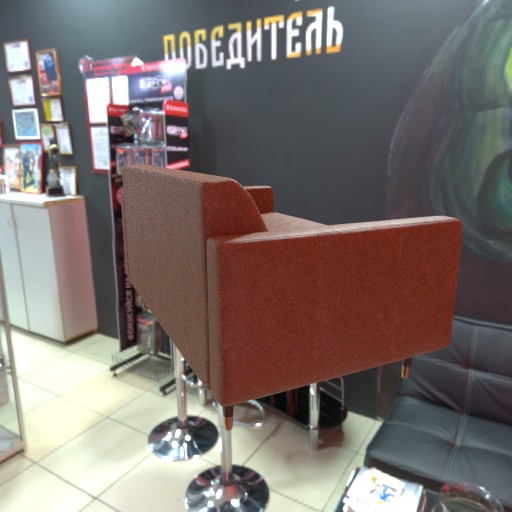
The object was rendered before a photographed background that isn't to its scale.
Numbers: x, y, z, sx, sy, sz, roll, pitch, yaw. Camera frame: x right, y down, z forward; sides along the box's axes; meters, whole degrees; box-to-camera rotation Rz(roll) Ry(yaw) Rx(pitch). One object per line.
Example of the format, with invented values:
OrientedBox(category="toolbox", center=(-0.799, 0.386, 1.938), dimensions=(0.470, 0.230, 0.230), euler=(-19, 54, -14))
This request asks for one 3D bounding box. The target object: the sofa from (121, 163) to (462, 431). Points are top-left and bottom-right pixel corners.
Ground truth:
OrientedBox(category="sofa", center=(0.000, 0.000, 2.076), dimensions=(0.960, 0.820, 1.549), euler=(-7, 15, -25))
